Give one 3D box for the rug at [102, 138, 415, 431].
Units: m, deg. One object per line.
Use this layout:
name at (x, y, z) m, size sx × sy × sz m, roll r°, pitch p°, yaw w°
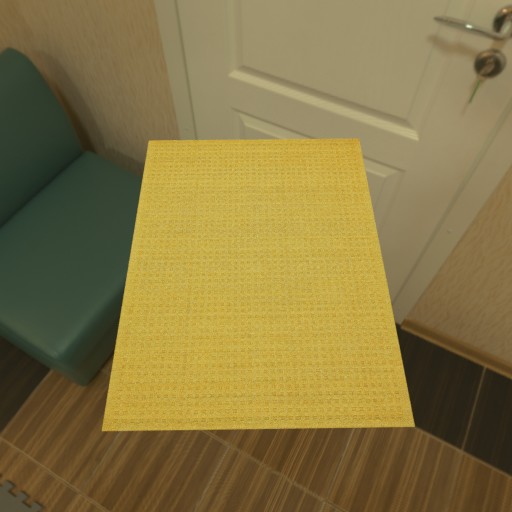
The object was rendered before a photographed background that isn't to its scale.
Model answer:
rug at (0.000, 0.000, 4.383) m, size 2.486 × 0.015 × 3.242 m, roll -1°, pitch 58°, yaw 0°
